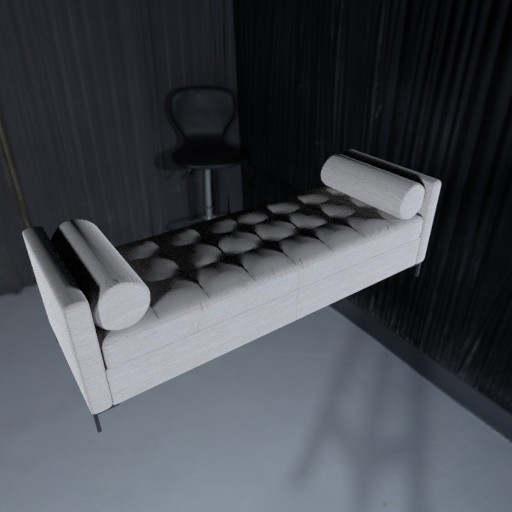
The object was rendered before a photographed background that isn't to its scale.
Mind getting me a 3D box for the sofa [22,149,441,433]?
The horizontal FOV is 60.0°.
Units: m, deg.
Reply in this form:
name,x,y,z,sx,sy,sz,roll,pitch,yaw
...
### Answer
name,x,y,z,sx,sy,sz,roll,pitch,yaw
sofa,0.000,0.000,2.295,1.981,0.635,0.686,-20,36,-29
